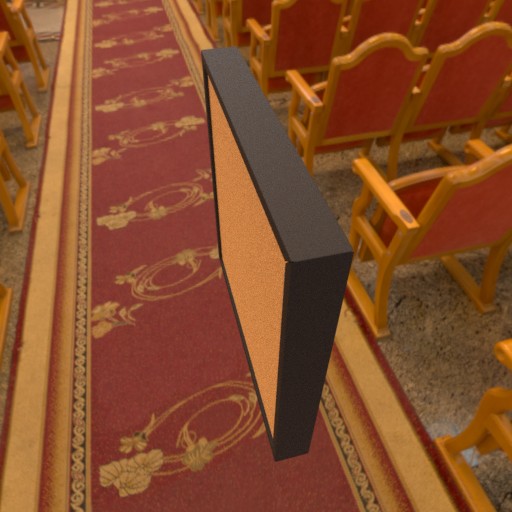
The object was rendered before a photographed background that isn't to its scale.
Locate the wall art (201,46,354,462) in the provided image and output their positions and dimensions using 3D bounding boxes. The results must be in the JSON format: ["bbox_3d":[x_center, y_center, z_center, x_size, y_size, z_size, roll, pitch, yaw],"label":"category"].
[{"bbox_3d":[0.000,0.000,0.458,0.037,0.305,0.305,-10,47,-10],"label":"wall art"}]
